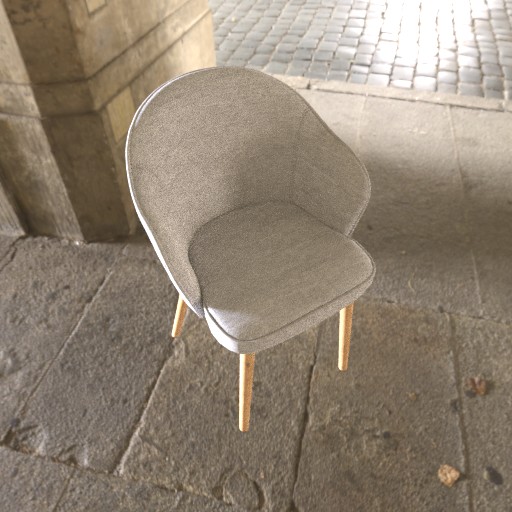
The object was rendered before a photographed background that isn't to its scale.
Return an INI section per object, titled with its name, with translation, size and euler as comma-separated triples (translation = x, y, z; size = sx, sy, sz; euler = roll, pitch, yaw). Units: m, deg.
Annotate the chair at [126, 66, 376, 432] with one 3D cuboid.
[chair]
translation = 0.000, 0.000, 1.167
size = 0.540, 0.800, 0.530
euler = -24, 50, -22
